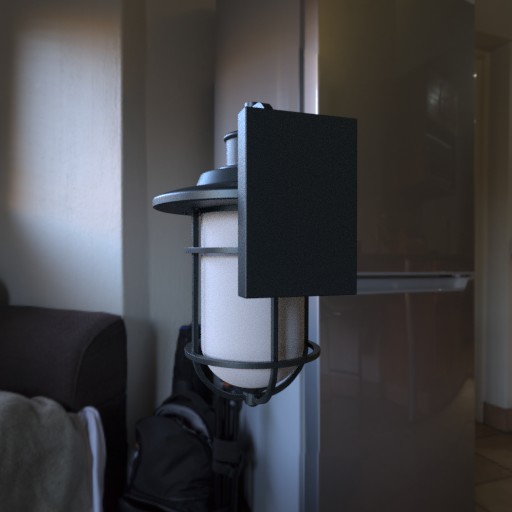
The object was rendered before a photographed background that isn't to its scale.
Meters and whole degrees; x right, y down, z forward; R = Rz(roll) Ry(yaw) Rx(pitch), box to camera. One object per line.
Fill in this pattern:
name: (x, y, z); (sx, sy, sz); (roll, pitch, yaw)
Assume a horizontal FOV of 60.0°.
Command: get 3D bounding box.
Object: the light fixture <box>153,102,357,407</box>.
light fixture: (0.000, 0.000, 0.495); (0.222, 0.345, 0.252); (0, 1, -19)
